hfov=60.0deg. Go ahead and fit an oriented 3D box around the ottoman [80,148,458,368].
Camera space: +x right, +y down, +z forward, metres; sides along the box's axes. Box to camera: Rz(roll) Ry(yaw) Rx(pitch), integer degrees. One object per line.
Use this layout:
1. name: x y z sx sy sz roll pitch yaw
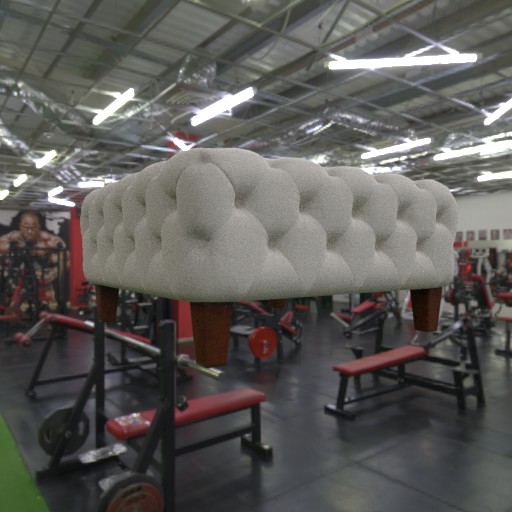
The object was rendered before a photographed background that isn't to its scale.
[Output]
1. ottoman: 0.000 0.000 1.195 0.755 0.376 0.753 0 0 -35
